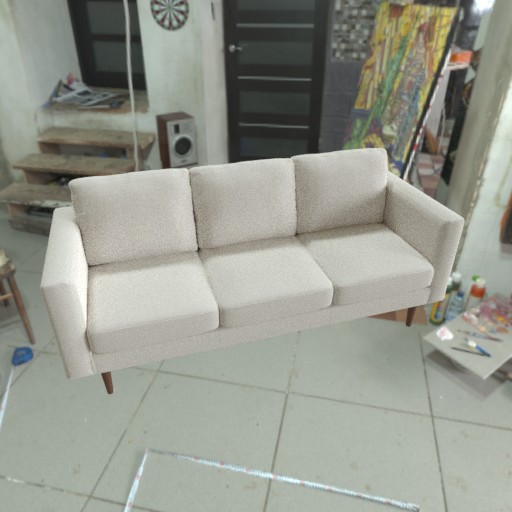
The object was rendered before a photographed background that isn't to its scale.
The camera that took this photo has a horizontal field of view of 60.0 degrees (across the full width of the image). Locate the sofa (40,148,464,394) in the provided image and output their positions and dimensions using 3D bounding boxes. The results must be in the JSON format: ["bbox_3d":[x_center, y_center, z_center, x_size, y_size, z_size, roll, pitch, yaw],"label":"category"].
[{"bbox_3d":[0.000,0.000,2.429,2.029,0.912,0.802,-9,33,-15],"label":"sofa"}]
